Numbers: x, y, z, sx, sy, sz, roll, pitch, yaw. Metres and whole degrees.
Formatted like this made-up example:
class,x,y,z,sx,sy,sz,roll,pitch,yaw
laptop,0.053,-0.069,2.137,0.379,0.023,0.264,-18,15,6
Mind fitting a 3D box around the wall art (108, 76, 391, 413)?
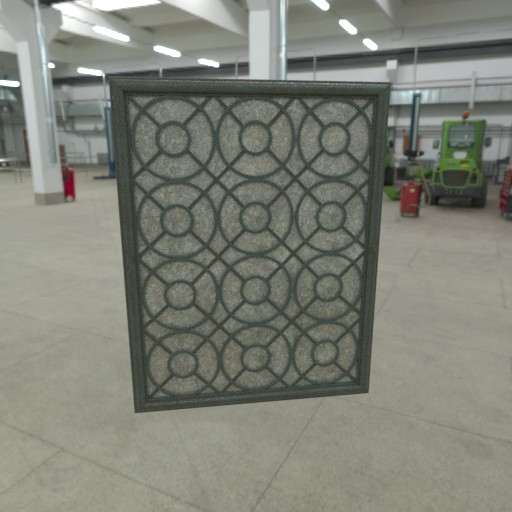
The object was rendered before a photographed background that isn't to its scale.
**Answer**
class,x,y,z,sx,sy,sz,roll,pitch,yaw
wall art,0.000,0.000,1.317,0.767,0.983,0.030,-2,15,-8
